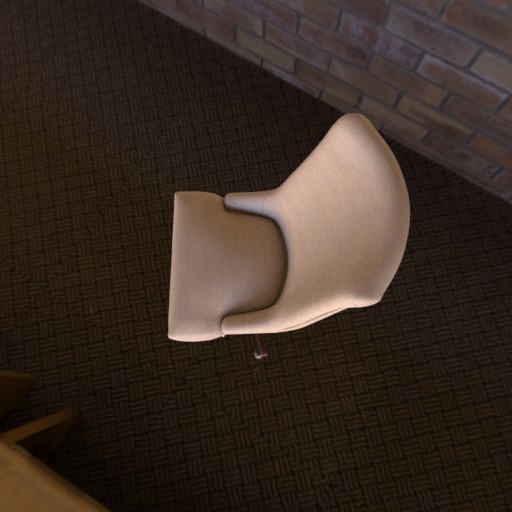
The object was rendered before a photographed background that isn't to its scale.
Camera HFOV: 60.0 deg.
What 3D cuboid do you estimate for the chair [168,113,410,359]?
[{"bbox_3d":[0.000,0.000,1.466,0.696,1.010,0.645,0,76,0],"label":"chair"}]
